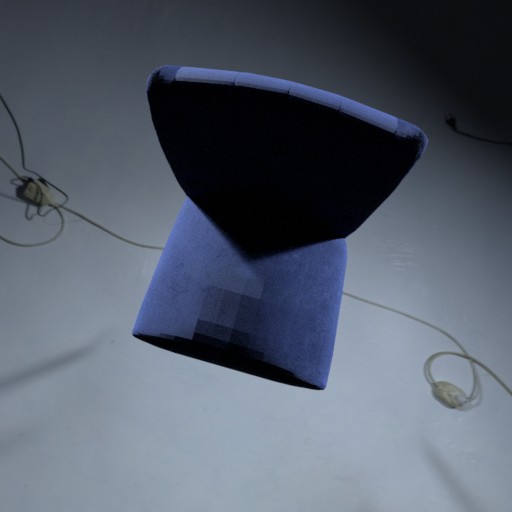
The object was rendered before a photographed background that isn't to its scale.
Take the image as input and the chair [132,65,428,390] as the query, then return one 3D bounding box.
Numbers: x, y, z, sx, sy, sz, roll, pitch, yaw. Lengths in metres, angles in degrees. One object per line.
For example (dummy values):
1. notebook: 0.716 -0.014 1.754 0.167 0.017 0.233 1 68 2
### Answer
1. chair: 0.000 0.000 1.196 0.585 0.753 0.606 15 76 4
